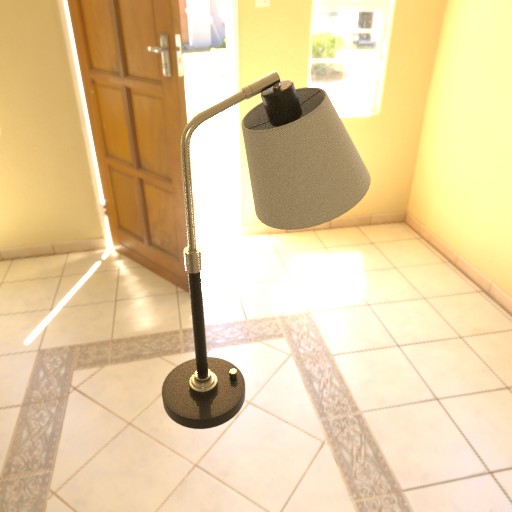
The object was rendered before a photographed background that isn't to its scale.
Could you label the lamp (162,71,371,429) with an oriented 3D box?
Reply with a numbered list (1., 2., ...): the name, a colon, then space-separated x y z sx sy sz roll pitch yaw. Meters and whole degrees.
1. lamp: 0.000 0.000 0.697 0.348 0.539 0.181 -11 32 -18
